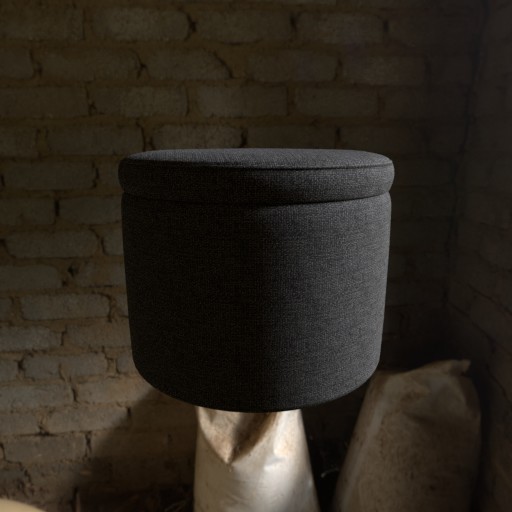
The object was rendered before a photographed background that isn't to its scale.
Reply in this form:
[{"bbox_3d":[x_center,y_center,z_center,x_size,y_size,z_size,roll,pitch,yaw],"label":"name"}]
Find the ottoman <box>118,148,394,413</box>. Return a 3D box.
[{"bbox_3d":[0.000,0.000,0.910,0.520,0.430,0.520,0,15,0],"label":"ottoman"}]
